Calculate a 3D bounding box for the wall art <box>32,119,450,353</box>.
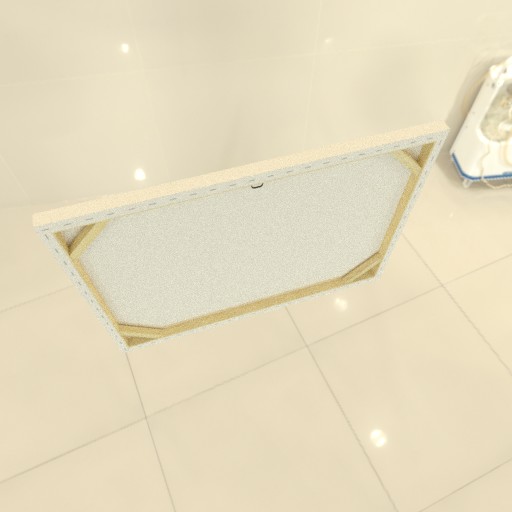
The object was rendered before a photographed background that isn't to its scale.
[{"bbox_3d":[0.000,0.000,1.364,1.016,0.762,0.038,-15,58,-9],"label":"wall art"}]
